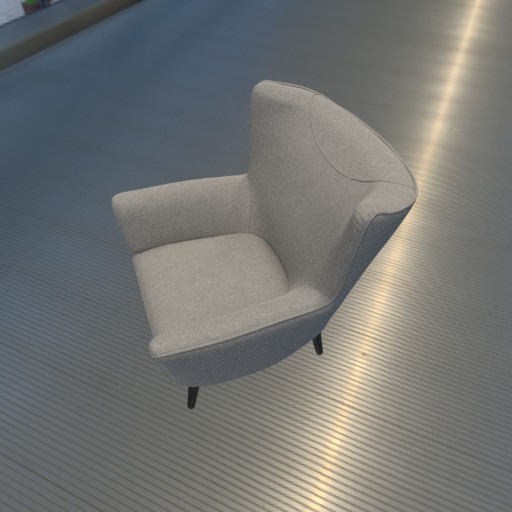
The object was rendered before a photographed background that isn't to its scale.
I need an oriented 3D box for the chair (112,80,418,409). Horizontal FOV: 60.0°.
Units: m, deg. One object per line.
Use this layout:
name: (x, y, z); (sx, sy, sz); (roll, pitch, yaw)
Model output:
chair: (0.000, 0.000, 1.622); (0.888, 0.933, 0.781); (-16, 49, -14)
